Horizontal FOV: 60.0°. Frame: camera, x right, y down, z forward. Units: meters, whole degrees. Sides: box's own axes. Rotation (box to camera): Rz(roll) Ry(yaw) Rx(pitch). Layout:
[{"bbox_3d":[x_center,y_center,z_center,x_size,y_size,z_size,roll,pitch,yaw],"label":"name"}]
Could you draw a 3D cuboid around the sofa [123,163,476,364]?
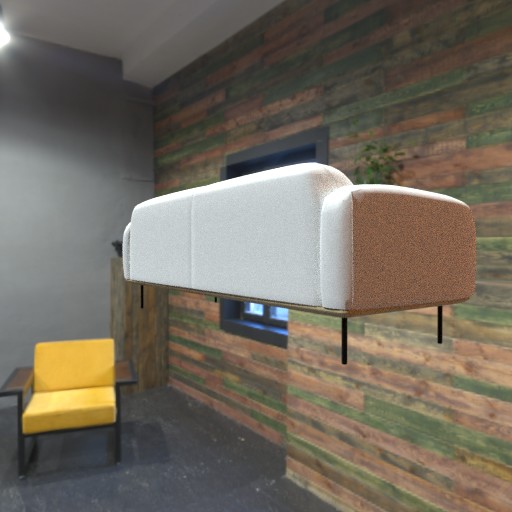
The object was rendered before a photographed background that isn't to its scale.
[{"bbox_3d":[0.000,0.000,2.620,0.870,0.780,2.280,0,1,-36],"label":"sofa"}]
